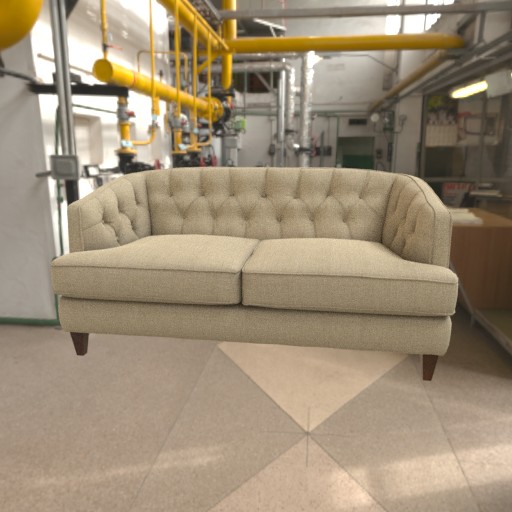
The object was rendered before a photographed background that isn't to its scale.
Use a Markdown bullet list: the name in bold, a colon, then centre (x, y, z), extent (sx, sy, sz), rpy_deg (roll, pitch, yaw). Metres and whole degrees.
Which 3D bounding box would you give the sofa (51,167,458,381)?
- **sofa**: centre (0.000, 0.000, 2.250), extent (1.733, 0.855, 0.941), rpy_deg (2, 14, 8)
